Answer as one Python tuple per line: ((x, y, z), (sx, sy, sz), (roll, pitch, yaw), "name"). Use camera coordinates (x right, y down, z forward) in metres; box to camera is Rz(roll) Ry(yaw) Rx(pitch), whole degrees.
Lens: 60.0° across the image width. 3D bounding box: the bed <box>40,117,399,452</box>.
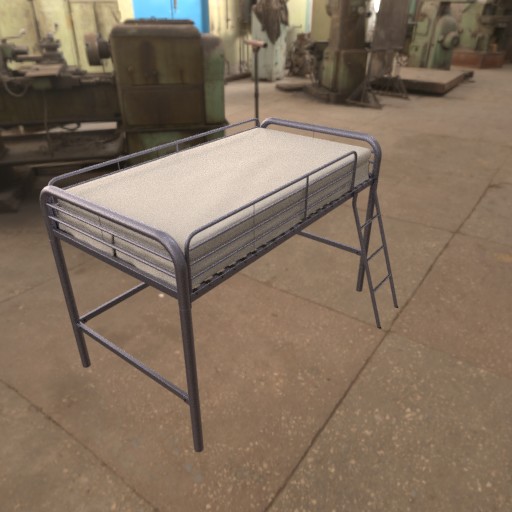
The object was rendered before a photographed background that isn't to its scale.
((0.000, 0.000, 2.919), (1.415, 1.288, 1.965), (21, 36, 32), "bed")
